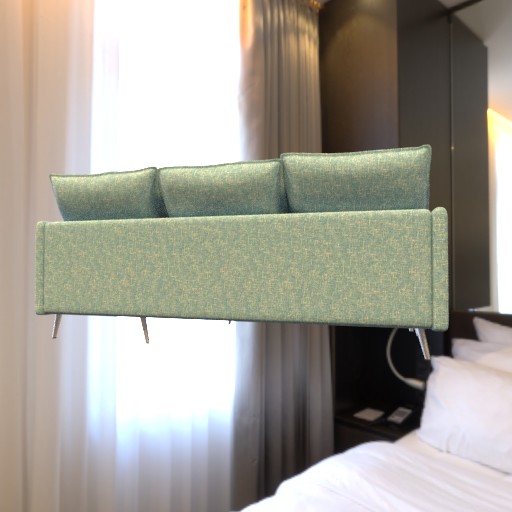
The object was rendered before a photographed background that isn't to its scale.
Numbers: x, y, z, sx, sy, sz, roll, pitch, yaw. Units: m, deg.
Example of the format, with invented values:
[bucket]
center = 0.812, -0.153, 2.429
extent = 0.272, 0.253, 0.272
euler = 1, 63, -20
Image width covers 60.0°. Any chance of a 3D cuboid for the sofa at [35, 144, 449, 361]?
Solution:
[sofa]
center = 0.000, 0.000, 2.733
extent = 2.034, 0.899, 1.420
euler = 0, -1, 17
